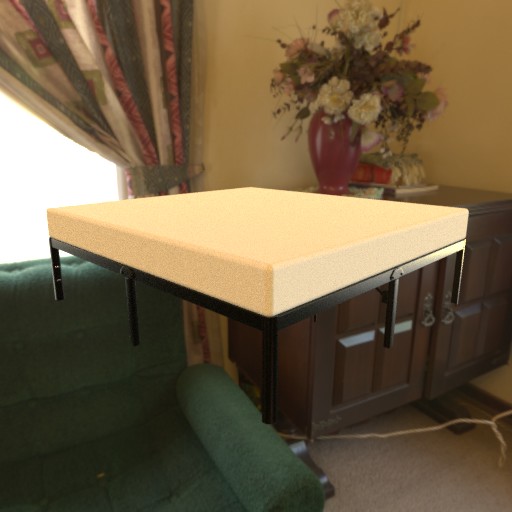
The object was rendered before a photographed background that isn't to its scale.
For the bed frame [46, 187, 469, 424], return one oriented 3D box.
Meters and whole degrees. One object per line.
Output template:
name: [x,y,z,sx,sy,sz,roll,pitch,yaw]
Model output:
bed frame: [0.000,0.000,3.034,2.079,0.659,1.963,14,20,43]
